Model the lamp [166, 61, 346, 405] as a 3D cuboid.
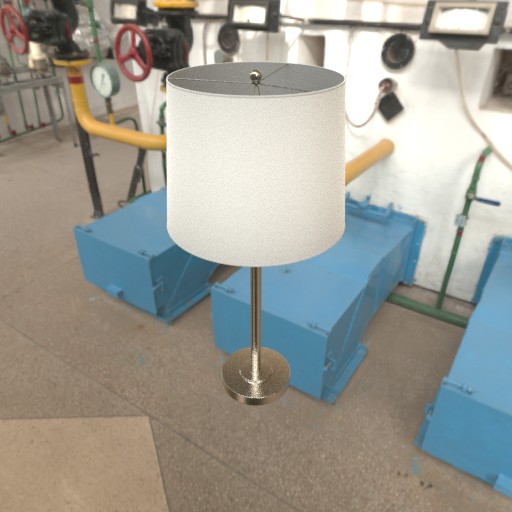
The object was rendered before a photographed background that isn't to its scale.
[{"bbox_3d":[0.000,0.000,0.884,0.333,0.696,0.333,0,32,0],"label":"lamp"}]
